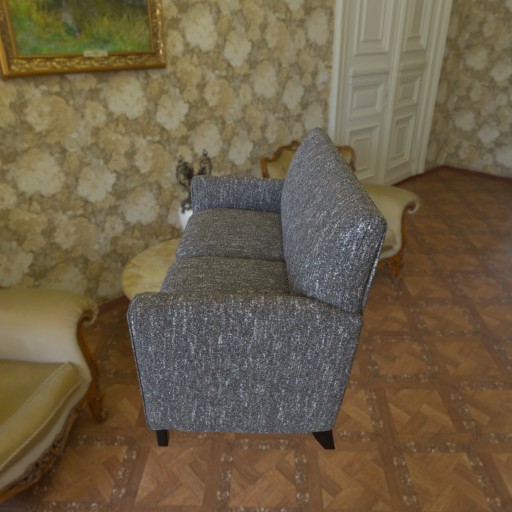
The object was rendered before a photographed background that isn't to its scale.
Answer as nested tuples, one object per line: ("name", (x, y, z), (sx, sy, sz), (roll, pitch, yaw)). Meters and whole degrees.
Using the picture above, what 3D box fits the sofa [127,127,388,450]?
("sofa", (0.000, 0.000, 2.102), (0.801, 0.946, 1.519), (0, 26, 1))
